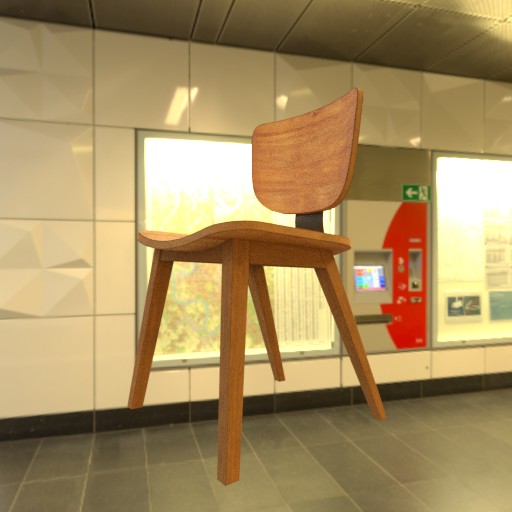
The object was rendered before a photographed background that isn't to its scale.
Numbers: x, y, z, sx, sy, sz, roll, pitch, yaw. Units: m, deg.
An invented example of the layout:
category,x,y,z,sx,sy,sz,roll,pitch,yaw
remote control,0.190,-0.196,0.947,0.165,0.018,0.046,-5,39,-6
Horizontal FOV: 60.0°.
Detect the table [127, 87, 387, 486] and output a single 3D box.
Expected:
category,x,y,z,sx,sy,sz,roll,pitch,yaw
table,0.000,0.000,1.123,0.500,0.805,0.499,0,1,-36
